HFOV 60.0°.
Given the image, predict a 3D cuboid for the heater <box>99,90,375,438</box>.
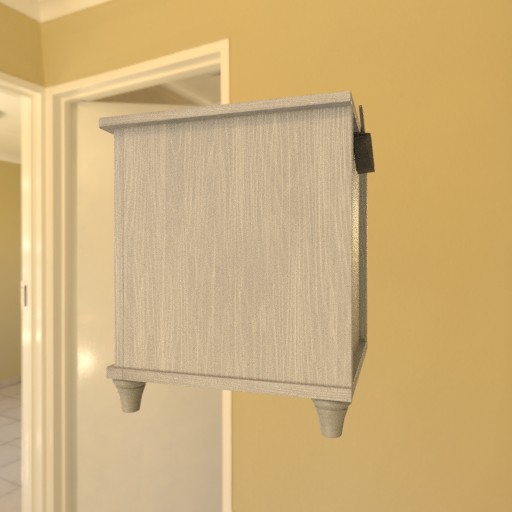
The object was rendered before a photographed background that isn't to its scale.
[{"bbox_3d":[0.000,0.000,0.774,0.400,0.481,0.362,0,0,17],"label":"heater"}]
